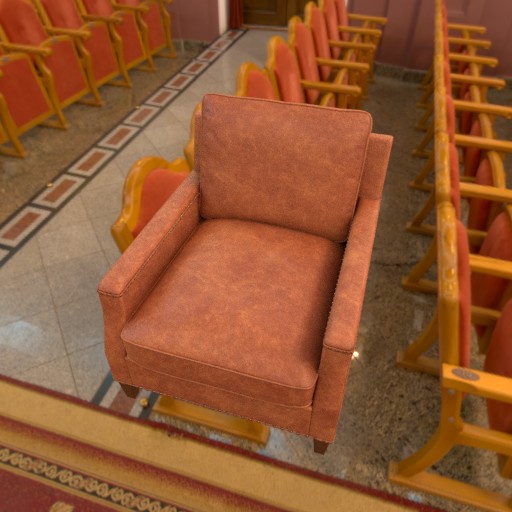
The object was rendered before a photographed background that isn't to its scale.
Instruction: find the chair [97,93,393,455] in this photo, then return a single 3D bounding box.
[{"bbox_3d":[0.000,0.000,1.717,0.853,0.943,1.014,11,42,13],"label":"chair"}]
